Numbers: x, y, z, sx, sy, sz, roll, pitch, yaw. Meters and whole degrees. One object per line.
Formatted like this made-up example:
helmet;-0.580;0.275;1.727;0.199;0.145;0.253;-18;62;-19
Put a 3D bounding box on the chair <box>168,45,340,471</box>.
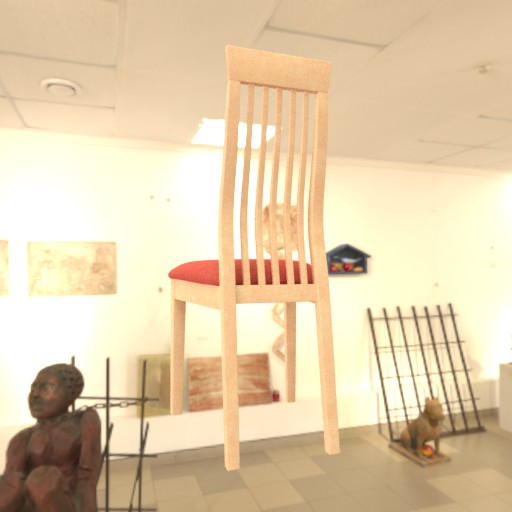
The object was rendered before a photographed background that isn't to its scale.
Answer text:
chair;0.000;0.000;1.318;0.460;1.027;0.474;0;-1;-19
